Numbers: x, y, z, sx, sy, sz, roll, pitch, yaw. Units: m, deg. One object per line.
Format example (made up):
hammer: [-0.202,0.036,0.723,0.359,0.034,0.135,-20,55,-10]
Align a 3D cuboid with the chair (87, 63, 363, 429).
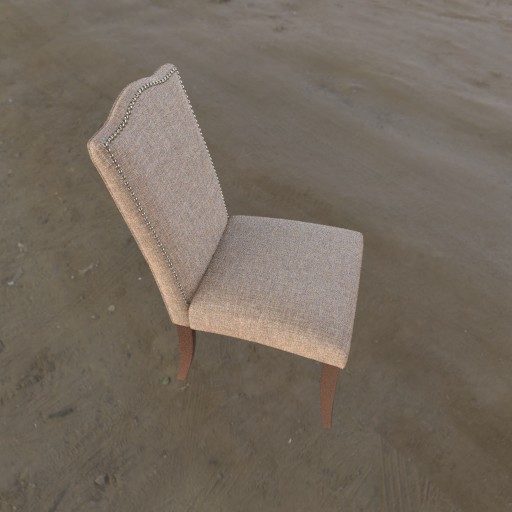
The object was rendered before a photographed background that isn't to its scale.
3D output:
chair: [0.000,0.000,1.377,0.660,1.016,0.513,11,47,10]
